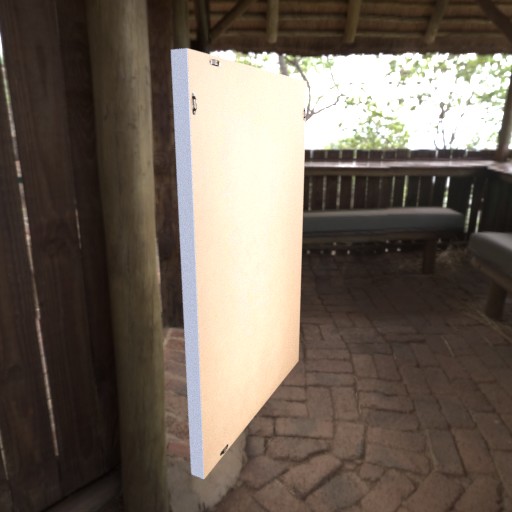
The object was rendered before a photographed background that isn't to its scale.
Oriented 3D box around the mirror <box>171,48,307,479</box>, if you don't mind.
[{"bbox_3d":[0.000,0.000,1.169,0.041,0.914,0.609,8,18,25],"label":"mirror"}]
